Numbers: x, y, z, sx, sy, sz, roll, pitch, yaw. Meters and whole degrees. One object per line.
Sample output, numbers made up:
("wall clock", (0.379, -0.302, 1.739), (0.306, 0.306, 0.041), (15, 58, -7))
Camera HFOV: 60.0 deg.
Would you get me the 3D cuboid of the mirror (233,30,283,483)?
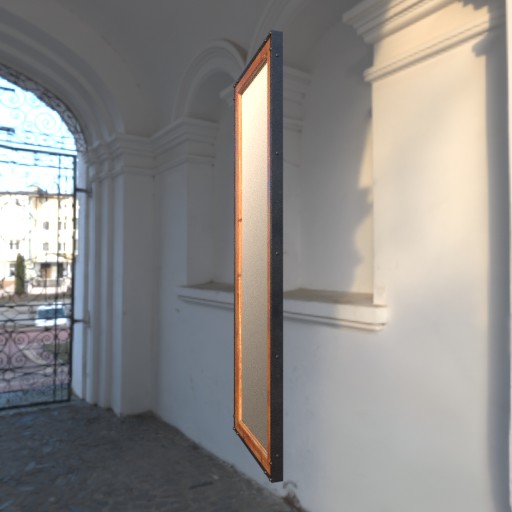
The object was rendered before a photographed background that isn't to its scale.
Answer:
("mirror", (0.000, 0.000, 1.221), (0.042, 1.080, 0.354), (0, -1, -18))
